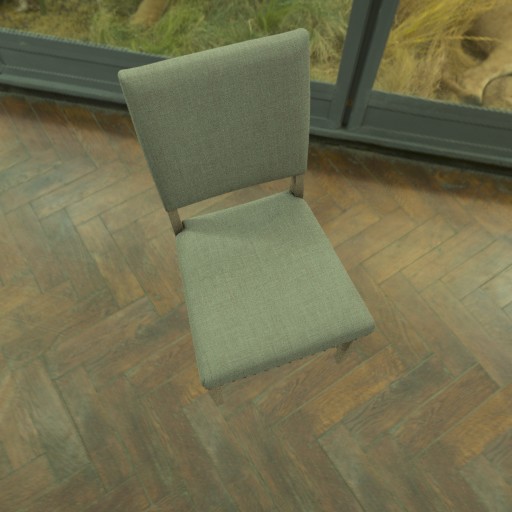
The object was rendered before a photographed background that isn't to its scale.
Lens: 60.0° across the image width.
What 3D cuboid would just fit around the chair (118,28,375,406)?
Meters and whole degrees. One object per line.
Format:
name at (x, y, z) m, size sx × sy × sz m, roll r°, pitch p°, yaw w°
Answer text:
chair at (0.000, 0.000, 1.301) m, size 0.508 × 0.986 × 0.622 m, roll -17°, pitch 66°, yaw -8°
